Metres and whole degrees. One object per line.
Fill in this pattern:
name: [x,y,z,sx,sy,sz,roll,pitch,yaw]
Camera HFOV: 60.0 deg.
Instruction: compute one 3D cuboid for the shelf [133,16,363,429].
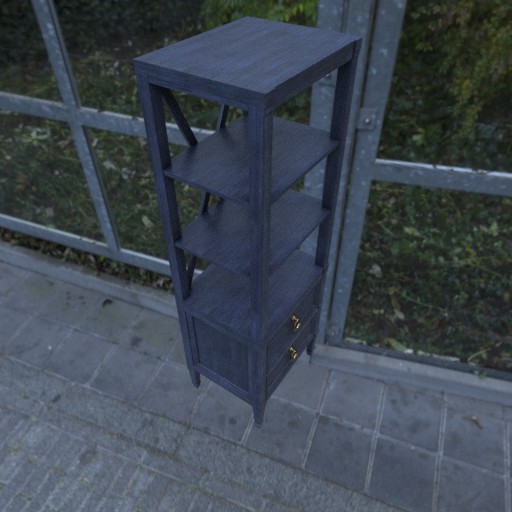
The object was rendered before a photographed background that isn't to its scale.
shelf: [0.000,0.000,1.946,0.472,1.727,0.584,24,47,25]
